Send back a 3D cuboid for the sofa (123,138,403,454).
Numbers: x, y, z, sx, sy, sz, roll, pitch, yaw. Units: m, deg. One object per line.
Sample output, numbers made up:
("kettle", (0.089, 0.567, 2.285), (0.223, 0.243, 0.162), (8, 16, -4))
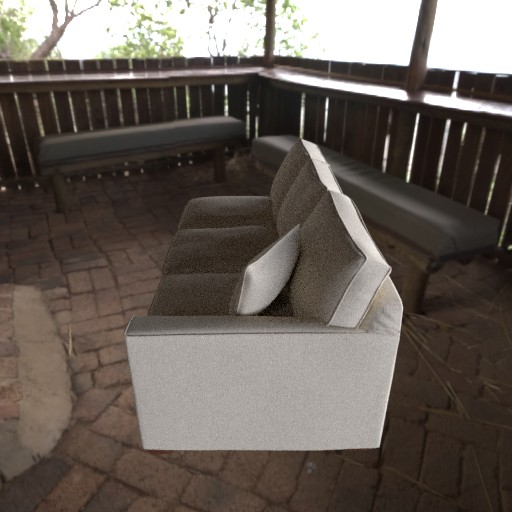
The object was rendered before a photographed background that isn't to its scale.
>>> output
("sofa", (0.000, 0.000, 2.529), (1.034, 0.946, 1.963), (0, 26, -1))
